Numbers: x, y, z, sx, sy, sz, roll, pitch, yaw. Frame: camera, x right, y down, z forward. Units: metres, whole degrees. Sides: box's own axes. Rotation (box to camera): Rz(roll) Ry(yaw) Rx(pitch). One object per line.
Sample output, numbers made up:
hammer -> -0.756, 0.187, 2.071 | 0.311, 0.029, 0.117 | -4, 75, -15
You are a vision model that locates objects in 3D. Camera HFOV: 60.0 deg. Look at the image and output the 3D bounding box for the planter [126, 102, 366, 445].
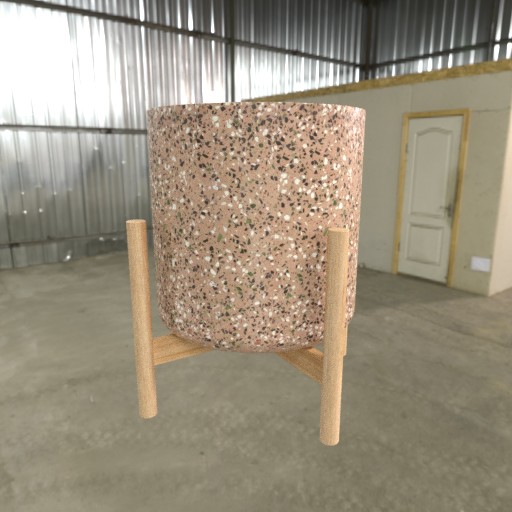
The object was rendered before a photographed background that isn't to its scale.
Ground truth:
planter -> 0.000, 0.000, 0.679 | 0.360, 0.419, 0.360 | -2, 14, -9
